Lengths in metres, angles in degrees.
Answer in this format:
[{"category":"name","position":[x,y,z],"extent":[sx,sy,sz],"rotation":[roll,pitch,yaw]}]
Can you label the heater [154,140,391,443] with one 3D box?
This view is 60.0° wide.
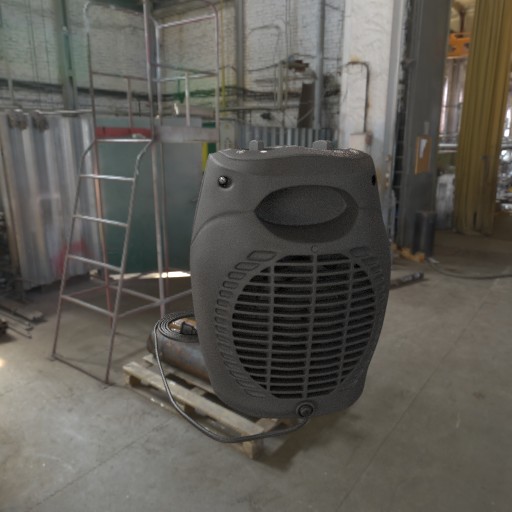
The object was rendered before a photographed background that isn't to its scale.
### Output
[{"category":"heater","position":[0.000,0.000,0.475],"extent":[0.239,0.240,0.291],"rotation":[-2,15,-9]}]
